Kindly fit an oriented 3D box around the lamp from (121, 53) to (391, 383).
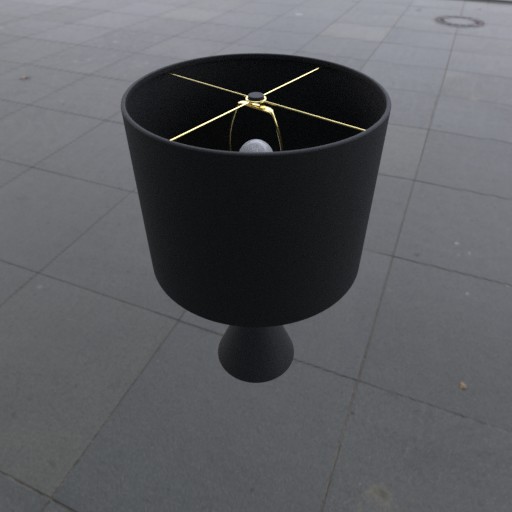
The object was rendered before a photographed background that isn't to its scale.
[{"bbox_3d":[0.000,0.000,0.791,0.359,0.584,0.359,27,47,28],"label":"lamp"}]
